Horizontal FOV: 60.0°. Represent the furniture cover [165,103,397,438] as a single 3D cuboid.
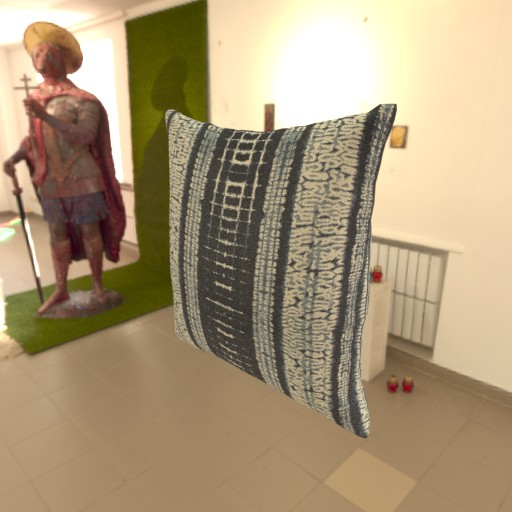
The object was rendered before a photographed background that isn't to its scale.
[{"bbox_3d":[0.000,0.000,0.680,0.425,0.435,0.133,16,24,42],"label":"furniture cover"}]
